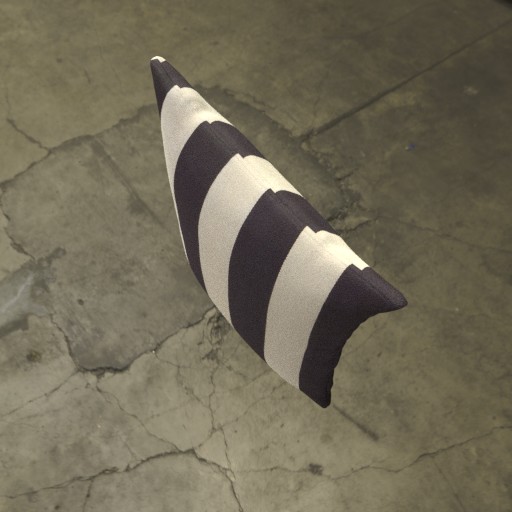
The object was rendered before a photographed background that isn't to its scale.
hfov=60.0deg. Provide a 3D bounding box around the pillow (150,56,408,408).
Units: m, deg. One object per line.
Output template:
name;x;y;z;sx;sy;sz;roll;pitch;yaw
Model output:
pillow;0.000;0.000;0.797;0.189;0.526;0.536;-34;64;-19
